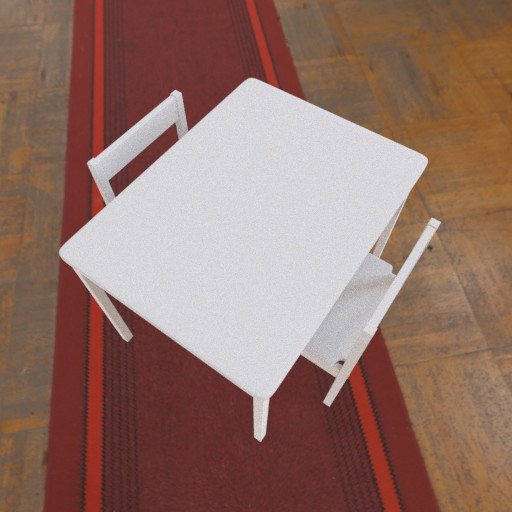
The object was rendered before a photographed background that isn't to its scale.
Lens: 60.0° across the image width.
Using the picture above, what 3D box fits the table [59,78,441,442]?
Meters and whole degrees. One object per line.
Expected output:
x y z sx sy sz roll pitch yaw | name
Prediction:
0.000 0.000 1.104 0.672 0.503 0.650 31 64 17 | table
